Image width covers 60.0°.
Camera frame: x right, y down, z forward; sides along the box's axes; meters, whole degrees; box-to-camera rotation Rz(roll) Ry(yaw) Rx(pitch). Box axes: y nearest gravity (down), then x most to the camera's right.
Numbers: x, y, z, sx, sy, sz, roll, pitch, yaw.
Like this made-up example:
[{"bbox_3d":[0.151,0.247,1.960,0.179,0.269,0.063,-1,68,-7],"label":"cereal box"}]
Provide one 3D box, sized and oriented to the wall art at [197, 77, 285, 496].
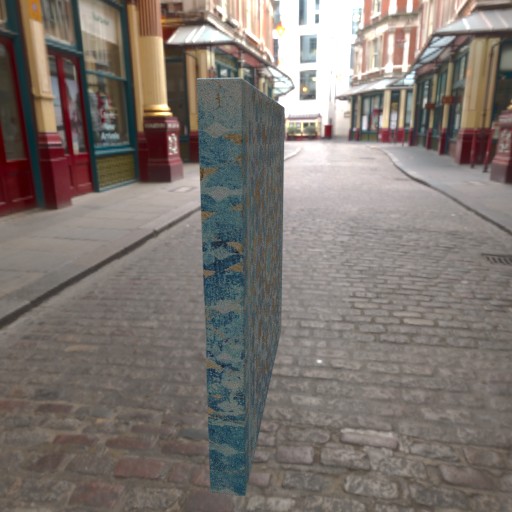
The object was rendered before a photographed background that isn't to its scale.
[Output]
[{"bbox_3d":[0.000,0.000,0.601,0.037,0.405,0.405,2,16,8],"label":"wall art"}]
